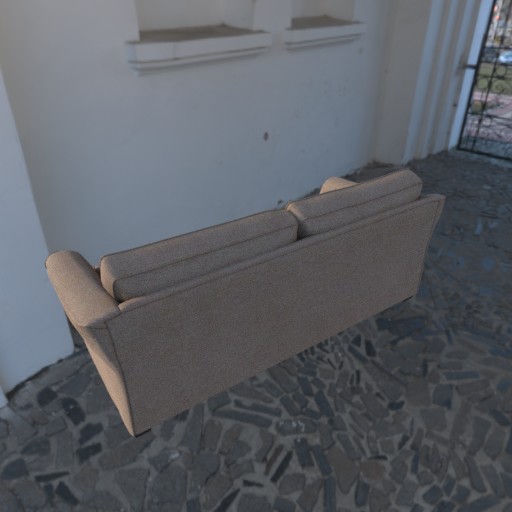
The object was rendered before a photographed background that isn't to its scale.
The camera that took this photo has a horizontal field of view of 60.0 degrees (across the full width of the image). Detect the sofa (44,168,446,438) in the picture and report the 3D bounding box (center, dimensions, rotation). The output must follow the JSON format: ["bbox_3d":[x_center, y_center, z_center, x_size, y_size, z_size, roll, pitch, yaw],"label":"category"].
[{"bbox_3d":[0.000,0.000,2.716,2.270,0.906,0.986,-19,36,-29],"label":"sofa"}]
